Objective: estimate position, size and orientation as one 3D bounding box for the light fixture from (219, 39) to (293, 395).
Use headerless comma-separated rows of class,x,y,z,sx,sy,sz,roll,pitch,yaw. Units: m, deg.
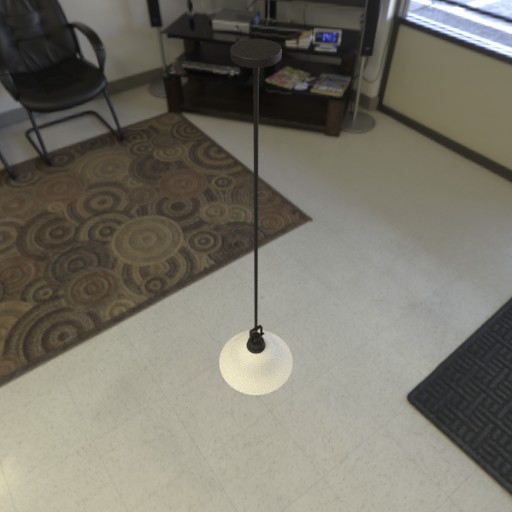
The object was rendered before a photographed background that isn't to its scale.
light fixture,0.000,0.000,1.469,0.324,1.337,0.324,-26,51,-22
